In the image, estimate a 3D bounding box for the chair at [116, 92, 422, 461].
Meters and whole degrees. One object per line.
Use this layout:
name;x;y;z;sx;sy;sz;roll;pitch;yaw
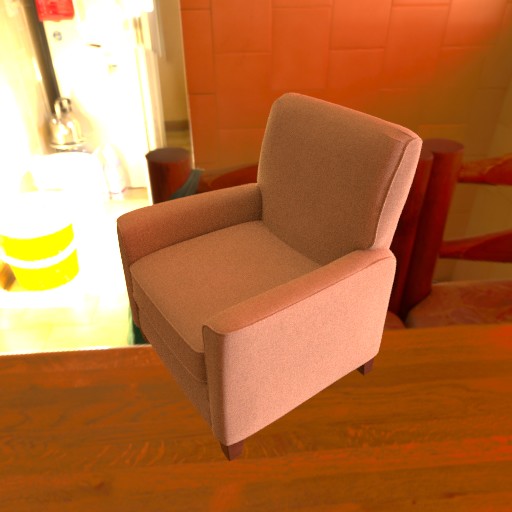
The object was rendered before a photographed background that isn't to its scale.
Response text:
chair;0.000;0.000;1.700;0.859;1.023;0.845;-21;39;-29
